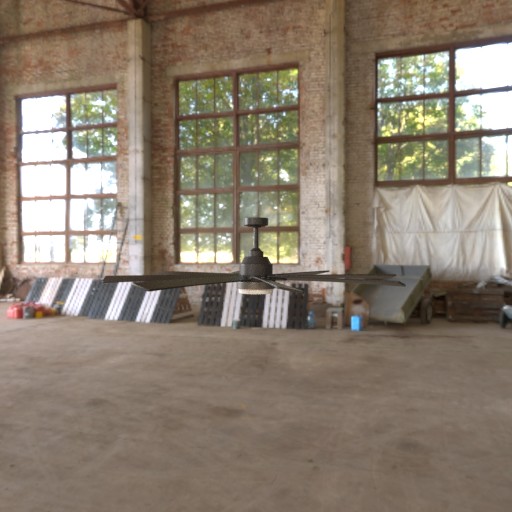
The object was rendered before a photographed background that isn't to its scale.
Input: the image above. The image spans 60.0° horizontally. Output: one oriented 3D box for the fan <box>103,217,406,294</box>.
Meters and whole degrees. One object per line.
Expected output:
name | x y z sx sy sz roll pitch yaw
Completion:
fan | 0.000 0.000 2.778 1.830 0.472 1.830 0 1 36
